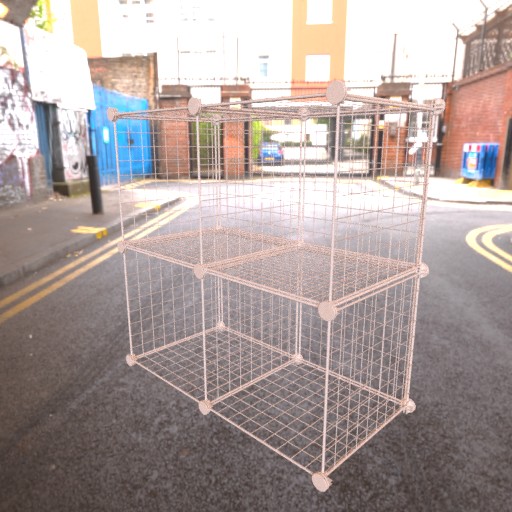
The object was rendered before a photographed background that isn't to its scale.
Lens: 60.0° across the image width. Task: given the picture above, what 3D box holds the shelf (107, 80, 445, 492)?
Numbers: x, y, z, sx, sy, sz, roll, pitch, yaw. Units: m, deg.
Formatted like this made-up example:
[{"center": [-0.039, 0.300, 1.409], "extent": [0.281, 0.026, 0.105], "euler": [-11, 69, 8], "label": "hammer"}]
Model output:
[{"center": [0.000, 0.000, 1.087], "extent": [0.711, 0.711, 0.356], "euler": [13, 19, 43], "label": "shelf"}]
